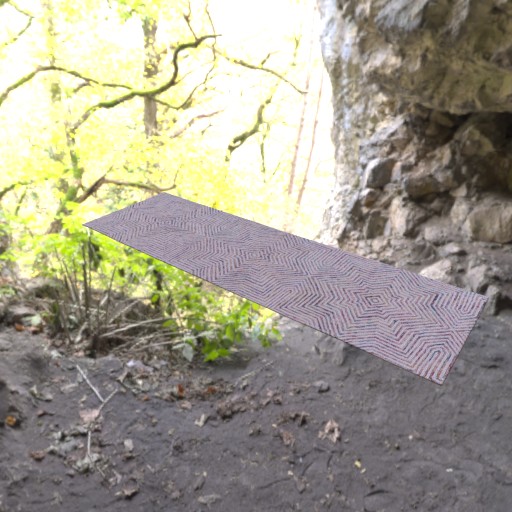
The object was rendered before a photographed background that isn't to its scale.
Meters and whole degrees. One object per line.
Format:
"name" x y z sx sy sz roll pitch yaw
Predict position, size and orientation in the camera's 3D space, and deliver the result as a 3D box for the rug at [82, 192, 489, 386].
"rug" 0.000 0.000 2.666 2.443 0.009 0.771 21 35 32
